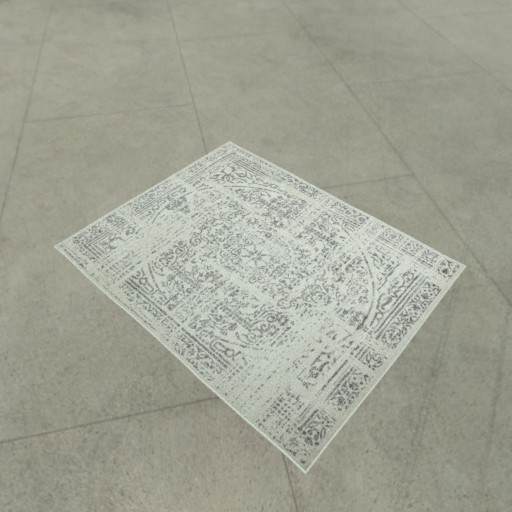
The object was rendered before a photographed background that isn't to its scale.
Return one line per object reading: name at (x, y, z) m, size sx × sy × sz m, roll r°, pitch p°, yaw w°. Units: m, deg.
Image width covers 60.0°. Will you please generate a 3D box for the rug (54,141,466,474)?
rug at (0.000, 0.000, 3.966) m, size 2.921 × 0.032 × 2.311 m, roll 34°, pitch 56°, yaw 27°
